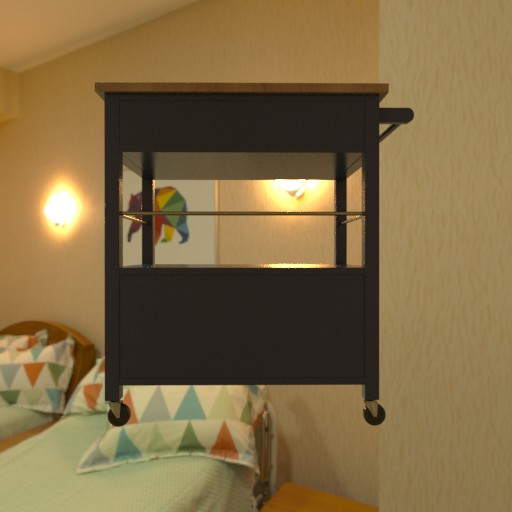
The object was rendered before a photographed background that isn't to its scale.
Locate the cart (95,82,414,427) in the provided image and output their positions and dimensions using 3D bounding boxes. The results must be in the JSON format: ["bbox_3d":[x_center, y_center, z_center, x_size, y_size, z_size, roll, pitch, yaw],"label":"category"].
[{"bbox_3d":[0.000,0.000,1.380,0.840,0.901,0.459,0,0,-1],"label":"cart"}]
